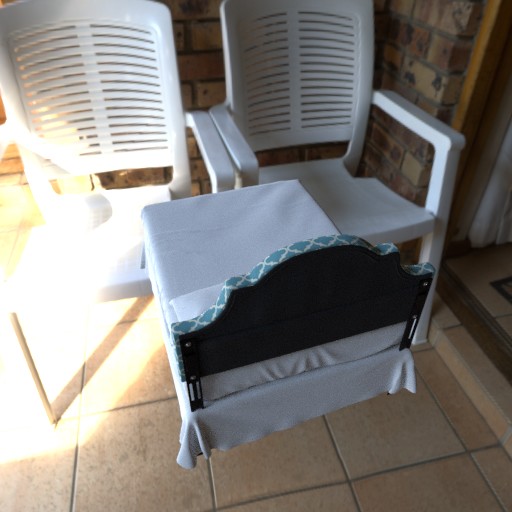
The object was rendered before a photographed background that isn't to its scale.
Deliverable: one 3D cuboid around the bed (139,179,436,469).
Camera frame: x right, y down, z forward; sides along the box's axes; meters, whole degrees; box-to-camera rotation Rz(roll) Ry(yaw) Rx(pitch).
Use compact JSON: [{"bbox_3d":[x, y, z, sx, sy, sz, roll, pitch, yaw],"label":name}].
[{"bbox_3d":[0.000,0.000,3.415,1.780,1.633,2.222,-12,41,-14],"label":"bed"}]
